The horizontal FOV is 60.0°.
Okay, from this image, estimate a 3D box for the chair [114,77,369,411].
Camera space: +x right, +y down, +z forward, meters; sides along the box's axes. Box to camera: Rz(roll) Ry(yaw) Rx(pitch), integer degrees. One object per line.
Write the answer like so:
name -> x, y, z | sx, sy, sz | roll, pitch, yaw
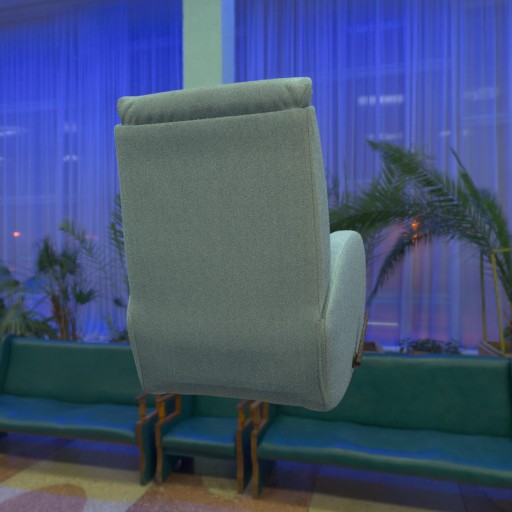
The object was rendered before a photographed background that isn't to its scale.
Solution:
chair -> 0.000, 0.000, 1.680 | 0.812, 1.013, 0.940 | 0, 0, 17
